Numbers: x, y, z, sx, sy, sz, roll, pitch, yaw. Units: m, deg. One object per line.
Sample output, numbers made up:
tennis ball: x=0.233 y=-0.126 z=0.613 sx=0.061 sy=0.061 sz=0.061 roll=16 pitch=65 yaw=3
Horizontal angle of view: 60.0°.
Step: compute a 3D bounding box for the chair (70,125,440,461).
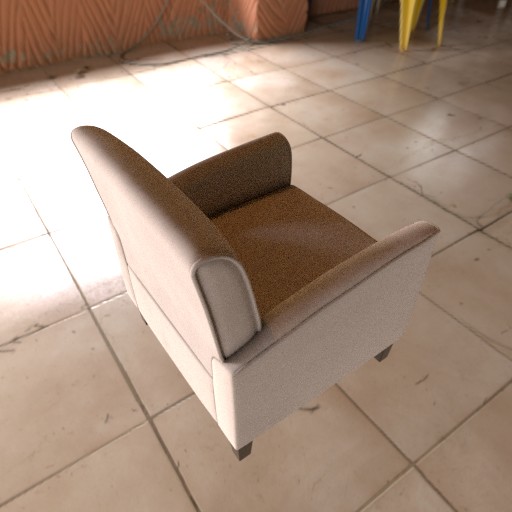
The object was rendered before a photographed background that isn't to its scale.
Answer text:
chair: x=0.000 y=0.000 z=1.524 sx=0.820 sy=0.915 sz=0.820 roll=-25 pitch=47 yaw=-26
